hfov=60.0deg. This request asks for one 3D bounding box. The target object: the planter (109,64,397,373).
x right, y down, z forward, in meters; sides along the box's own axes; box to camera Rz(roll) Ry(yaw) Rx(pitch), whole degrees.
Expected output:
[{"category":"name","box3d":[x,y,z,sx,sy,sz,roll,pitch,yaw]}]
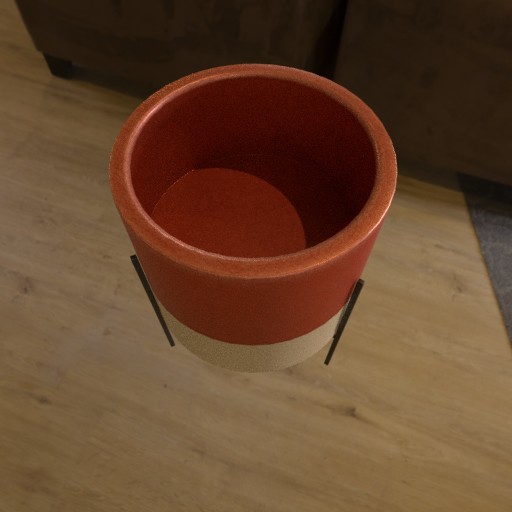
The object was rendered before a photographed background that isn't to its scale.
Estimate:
[{"category":"planter","box3d":[0.000,0.000,0.725,0.354,0.465,0.345,33,64,18]}]
